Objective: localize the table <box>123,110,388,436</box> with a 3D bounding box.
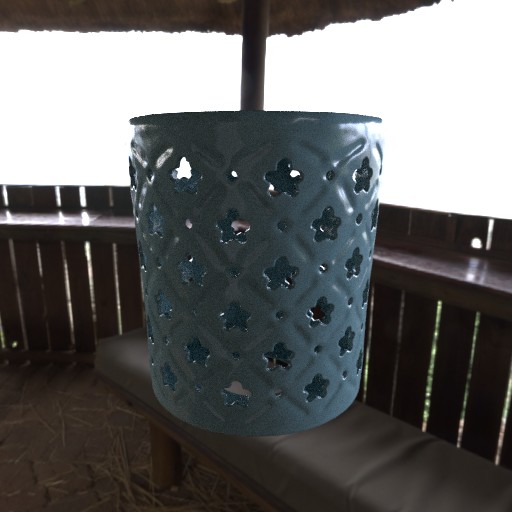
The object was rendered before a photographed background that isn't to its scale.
[{"bbox_3d":[0.000,0.000,0.651,0.352,0.387,0.352,0,14,0],"label":"table"}]
